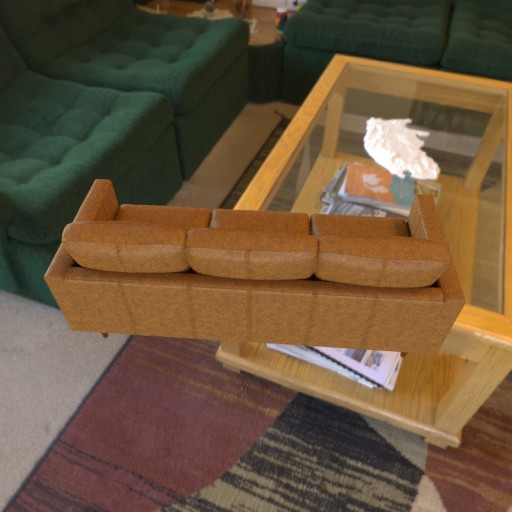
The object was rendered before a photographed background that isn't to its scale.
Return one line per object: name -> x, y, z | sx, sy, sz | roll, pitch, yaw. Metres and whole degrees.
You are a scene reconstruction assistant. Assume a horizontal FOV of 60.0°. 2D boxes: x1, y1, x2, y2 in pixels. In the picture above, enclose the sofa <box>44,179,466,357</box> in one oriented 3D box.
sofa -> 0.000, 0.000, 2.792 | 2.231, 0.930, 0.903 | 3, 47, 3
